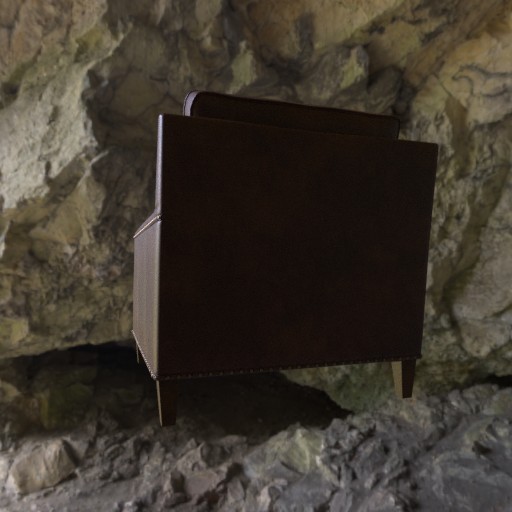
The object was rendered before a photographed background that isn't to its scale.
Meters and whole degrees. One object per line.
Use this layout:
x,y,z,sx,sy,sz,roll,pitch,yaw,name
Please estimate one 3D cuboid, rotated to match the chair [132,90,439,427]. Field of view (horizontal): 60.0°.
0.000,0.000,1.685,0.853,0.929,1.014,0,-1,-19,chair
